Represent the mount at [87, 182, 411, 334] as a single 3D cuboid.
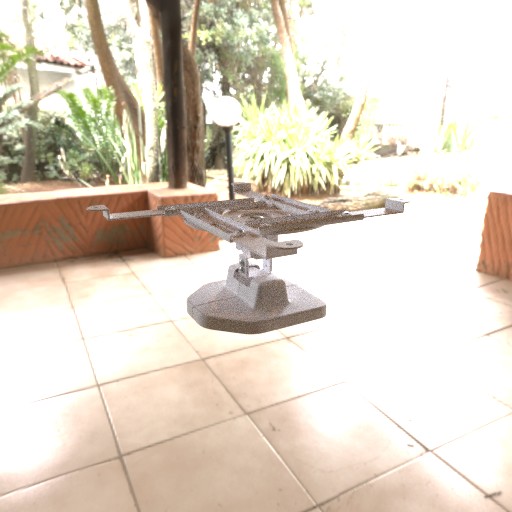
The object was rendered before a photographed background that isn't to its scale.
[{"bbox_3d":[0.000,0.000,0.592,0.394,0.141,0.394,-9,19,-27],"label":"mount"}]
